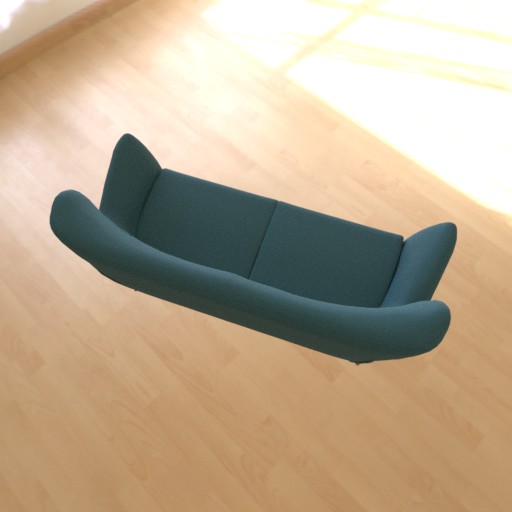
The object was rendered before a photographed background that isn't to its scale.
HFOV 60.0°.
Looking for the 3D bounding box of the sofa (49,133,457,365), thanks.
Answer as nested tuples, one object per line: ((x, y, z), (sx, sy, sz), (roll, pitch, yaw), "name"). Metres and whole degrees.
((0.000, 0.000, 2.395), (1.930, 0.890, 0.889), (17, 64, 9), "sofa")
